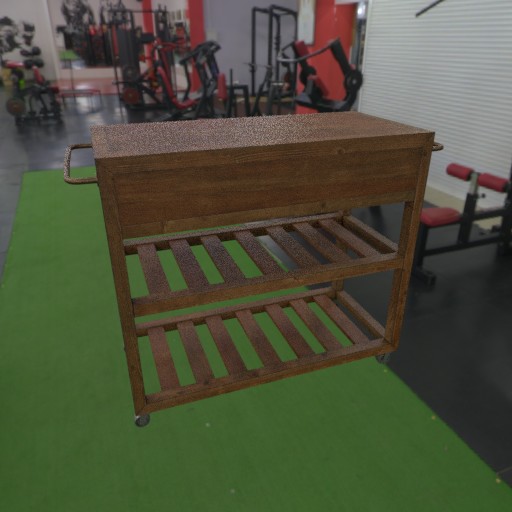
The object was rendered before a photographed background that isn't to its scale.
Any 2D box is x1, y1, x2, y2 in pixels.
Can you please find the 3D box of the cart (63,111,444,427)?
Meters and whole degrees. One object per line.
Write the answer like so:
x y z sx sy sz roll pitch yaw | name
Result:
0.000 0.000 1.478 1.065 0.830 0.445 -9 27 -18 | cart
